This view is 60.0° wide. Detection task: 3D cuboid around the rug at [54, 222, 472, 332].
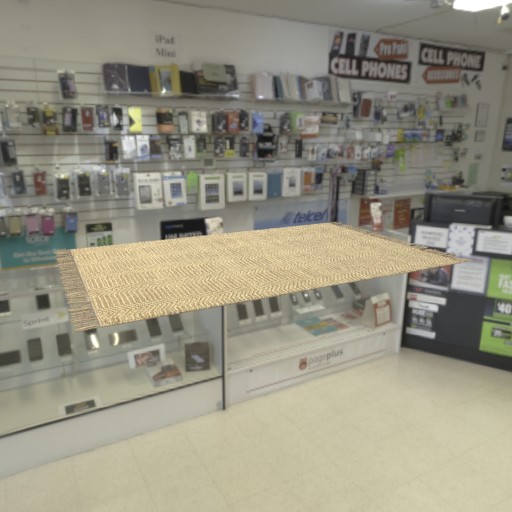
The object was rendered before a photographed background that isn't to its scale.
[{"bbox_3d":[0.000,0.000,3.093,2.523,0.034,1.528,-7,17,-26],"label":"rug"}]
